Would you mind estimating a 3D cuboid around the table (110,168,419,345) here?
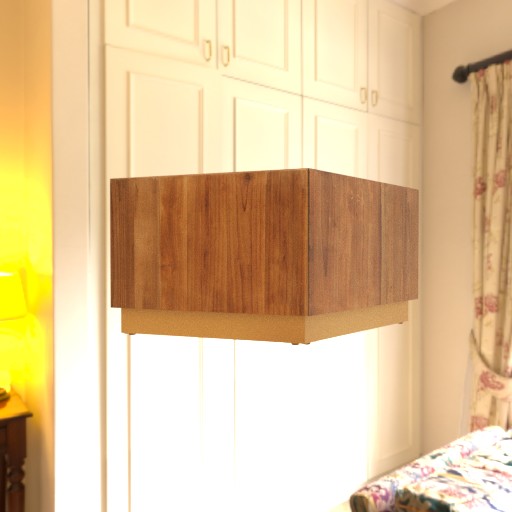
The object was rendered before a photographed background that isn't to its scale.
[{"bbox_3d":[0.000,0.000,1.674,1.154,0.456,1.000,0,1,17],"label":"table"}]
